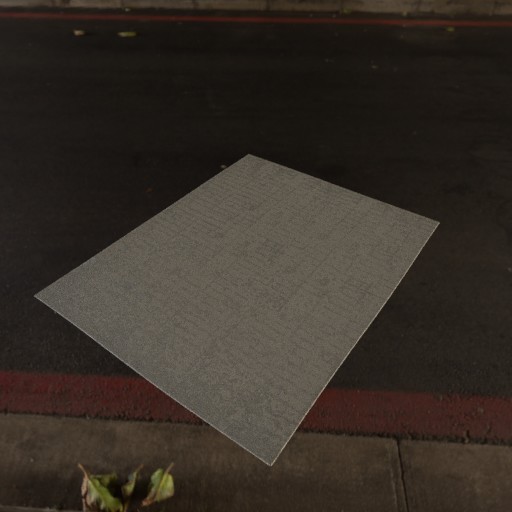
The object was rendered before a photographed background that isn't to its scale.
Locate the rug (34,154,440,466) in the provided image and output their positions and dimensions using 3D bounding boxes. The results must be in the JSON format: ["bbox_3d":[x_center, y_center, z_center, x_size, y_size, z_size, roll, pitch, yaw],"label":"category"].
[{"bbox_3d":[0.000,0.000,4.148,2.447,0.014,3.061,26,47,26],"label":"rug"}]
